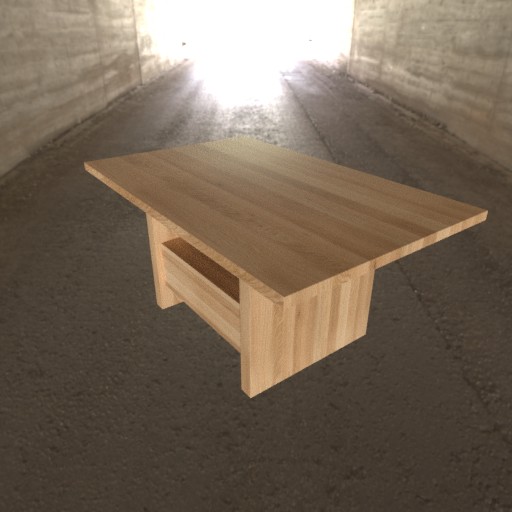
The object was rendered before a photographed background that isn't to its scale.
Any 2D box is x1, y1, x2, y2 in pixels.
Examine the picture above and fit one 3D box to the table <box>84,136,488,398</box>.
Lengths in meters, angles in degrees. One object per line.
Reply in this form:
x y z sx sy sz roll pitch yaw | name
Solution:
0.000 0.000 1.485 0.700 0.510 1.100 -19 33 -32 | table
